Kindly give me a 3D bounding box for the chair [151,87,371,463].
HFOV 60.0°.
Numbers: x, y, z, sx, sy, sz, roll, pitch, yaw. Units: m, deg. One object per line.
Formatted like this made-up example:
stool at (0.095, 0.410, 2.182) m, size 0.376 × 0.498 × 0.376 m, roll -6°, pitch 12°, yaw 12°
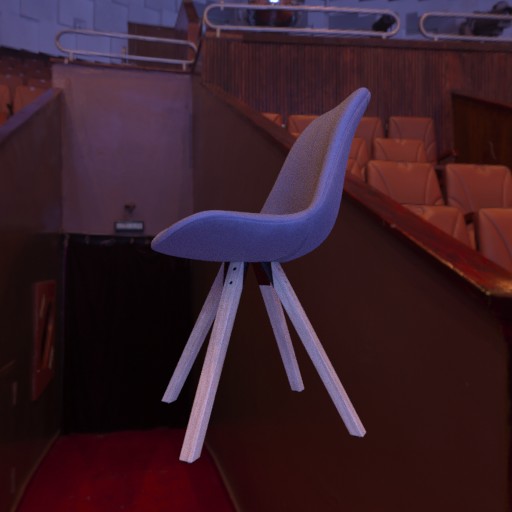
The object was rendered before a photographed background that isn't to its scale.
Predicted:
chair at (0.000, 0.000, 1.189) m, size 0.547 × 0.865 × 0.483 m, roll 0°, pitch 0°, yaw -17°
